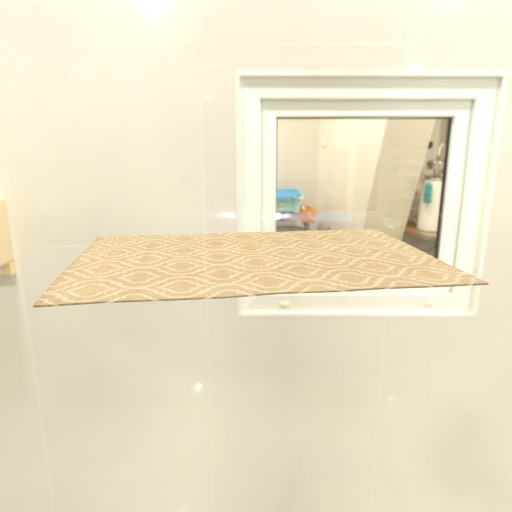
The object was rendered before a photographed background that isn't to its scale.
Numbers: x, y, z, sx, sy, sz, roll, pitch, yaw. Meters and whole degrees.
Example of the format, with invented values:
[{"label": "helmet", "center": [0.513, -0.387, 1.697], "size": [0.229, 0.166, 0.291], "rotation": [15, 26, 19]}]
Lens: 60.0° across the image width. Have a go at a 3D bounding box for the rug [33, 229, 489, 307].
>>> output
[{"label": "rug", "center": [0.000, 0.000, 2.218], "size": [1.761, 0.013, 1.152], "rotation": [-2, 15, -8]}]
